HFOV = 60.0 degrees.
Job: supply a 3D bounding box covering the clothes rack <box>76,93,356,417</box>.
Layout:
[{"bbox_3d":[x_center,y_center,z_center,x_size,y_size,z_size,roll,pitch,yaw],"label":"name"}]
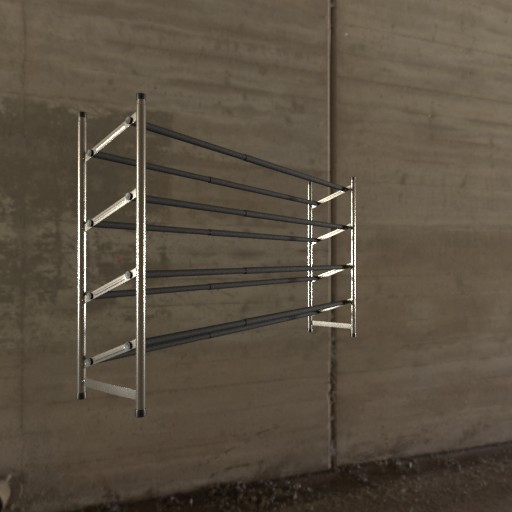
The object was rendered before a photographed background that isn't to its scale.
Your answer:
[{"bbox_3d":[0.000,0.000,1.454,0.229,0.672,1.168,0,0,35],"label":"clothes rack"}]
